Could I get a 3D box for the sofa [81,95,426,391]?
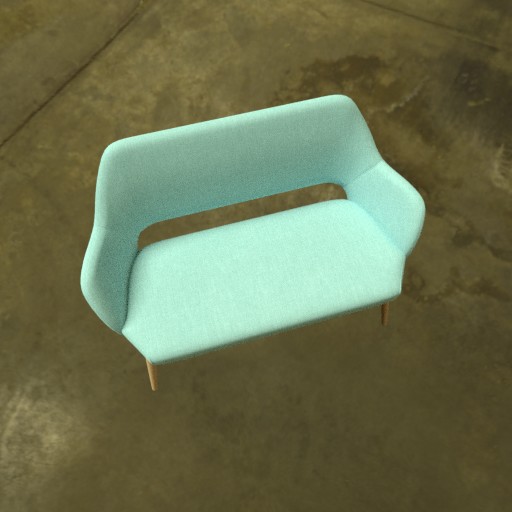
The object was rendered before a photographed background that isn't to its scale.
[{"bbox_3d":[0.000,0.000,1.643,1.150,0.840,0.610,-14,64,-7],"label":"sofa"}]
